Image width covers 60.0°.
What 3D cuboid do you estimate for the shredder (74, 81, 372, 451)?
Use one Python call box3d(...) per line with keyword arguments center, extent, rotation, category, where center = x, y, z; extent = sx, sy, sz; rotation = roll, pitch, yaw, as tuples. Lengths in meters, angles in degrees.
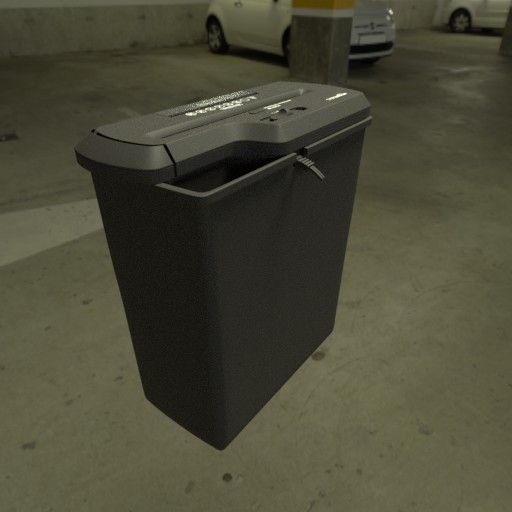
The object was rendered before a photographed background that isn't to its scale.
box3d(center=(0.000, 0.000, 0.505), extent=(0.170, 0.335, 0.320), rotation=(21, 37, 31), category="shredder")
